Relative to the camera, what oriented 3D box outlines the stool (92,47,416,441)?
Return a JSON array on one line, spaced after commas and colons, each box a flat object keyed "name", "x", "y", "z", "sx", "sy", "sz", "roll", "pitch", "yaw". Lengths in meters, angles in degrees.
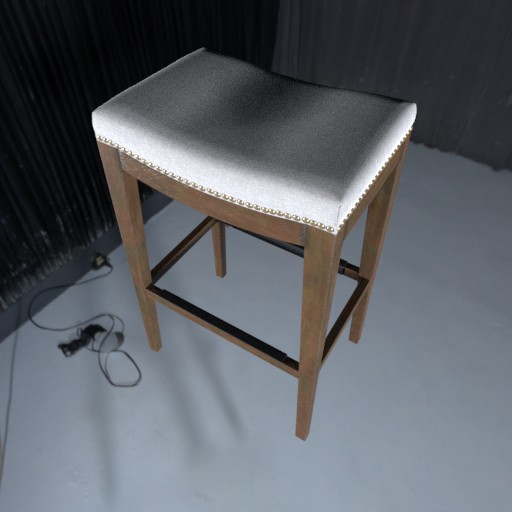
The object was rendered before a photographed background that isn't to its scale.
[{"name": "stool", "x": 0.000, "y": 0.000, "z": 1.032, "sx": 0.508, "sy": 0.762, "sz": 0.356, "roll": 24, "pitch": 51, "yaw": 21}]
